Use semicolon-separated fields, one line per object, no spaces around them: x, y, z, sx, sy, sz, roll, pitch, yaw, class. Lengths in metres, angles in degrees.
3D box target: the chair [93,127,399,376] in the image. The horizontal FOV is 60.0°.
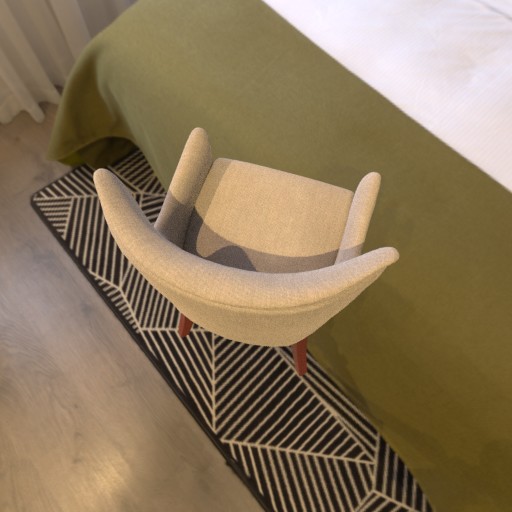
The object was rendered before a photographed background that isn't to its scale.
0.000;0.000;1.470;0.732;0.948;0.677;16;65;8;chair
